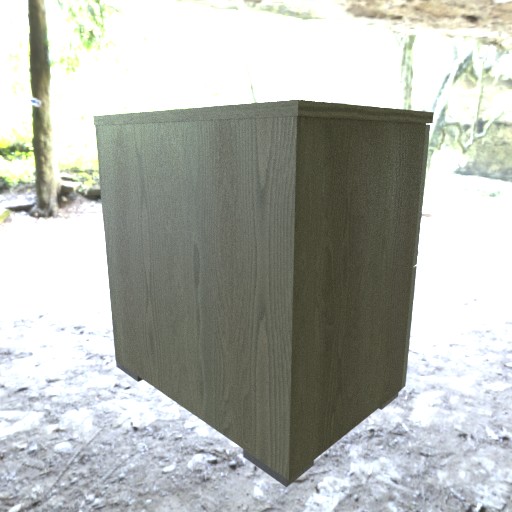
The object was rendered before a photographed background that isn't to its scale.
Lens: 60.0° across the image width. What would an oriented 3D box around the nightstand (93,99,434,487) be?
[{"bbox_3d":[0.000,0.000,0.756,0.442,0.461,0.325,14,20,43],"label":"nightstand"}]
